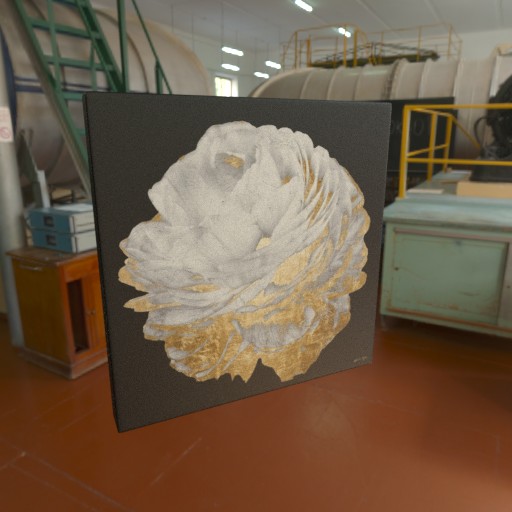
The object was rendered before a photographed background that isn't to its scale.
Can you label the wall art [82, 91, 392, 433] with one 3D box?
[{"bbox_3d":[0.000,0.000,0.607,0.406,0.407,0.041,-7,17,-25],"label":"wall art"}]
